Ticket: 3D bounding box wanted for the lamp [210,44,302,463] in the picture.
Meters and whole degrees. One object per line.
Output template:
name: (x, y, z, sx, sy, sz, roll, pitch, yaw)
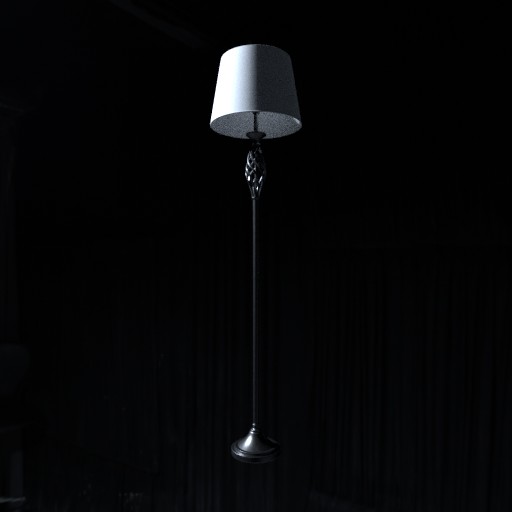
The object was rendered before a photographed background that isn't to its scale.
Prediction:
lamp: (0.000, 0.000, 1.841, 0.379, 1.623, 0.379, 0, 0, 0)
